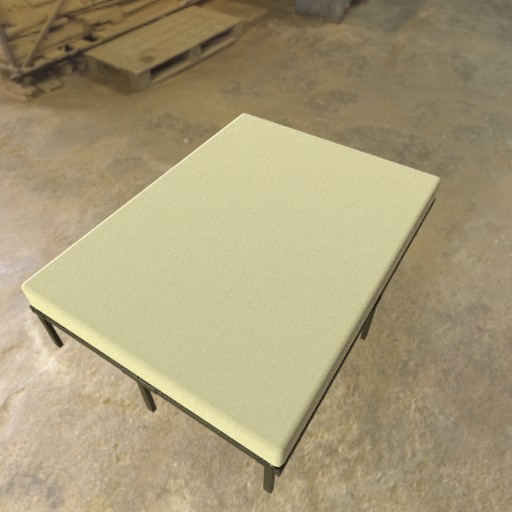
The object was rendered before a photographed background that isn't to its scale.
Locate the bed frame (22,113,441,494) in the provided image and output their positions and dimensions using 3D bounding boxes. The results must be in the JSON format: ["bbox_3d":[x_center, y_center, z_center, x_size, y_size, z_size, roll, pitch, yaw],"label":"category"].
[{"bbox_3d":[0.000,0.000,3.479,1.990,0.680,2.635,25,52,22],"label":"bed frame"}]
